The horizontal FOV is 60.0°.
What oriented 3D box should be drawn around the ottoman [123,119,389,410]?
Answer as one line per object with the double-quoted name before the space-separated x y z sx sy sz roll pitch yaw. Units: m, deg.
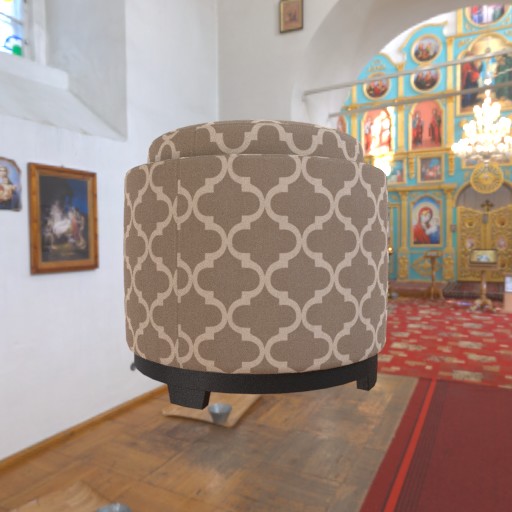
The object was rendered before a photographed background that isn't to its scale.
"ottoman" 0.000 0.000 0.837 0.480 0.429 0.480 0 2 0
